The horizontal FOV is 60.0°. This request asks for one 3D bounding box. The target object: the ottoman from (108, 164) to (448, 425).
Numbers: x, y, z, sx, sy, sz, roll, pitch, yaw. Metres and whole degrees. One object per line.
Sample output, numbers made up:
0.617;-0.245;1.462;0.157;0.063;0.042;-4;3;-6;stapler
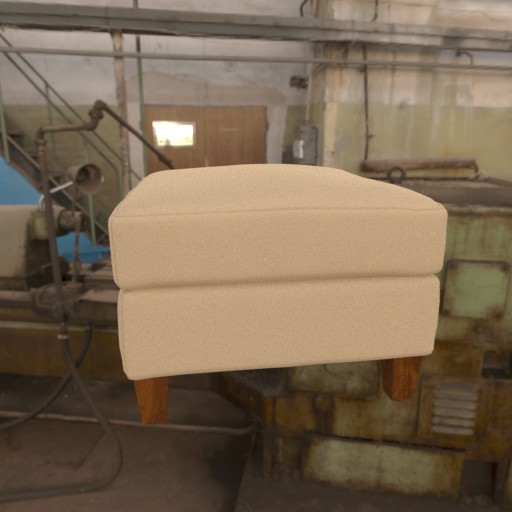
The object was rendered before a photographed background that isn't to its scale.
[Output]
0.000;0.000;1.197;0.634;0.485;0.818;-2;15;-9;ottoman
